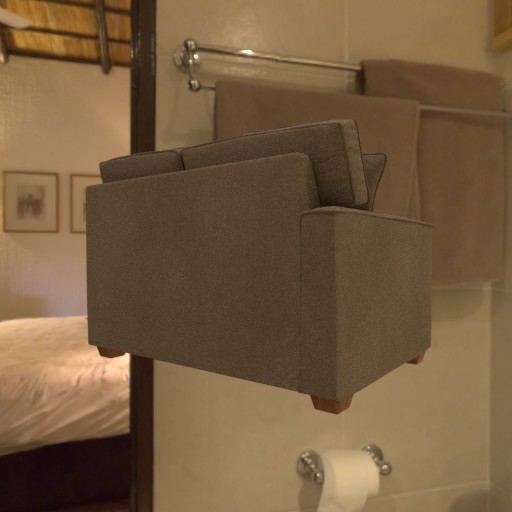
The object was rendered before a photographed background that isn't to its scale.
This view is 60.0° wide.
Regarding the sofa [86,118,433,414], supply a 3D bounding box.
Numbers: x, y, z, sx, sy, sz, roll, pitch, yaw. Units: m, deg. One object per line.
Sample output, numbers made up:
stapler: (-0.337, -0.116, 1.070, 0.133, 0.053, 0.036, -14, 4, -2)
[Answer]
sofa: (0.000, 0.000, 2.130, 1.388, 0.989, 0.991, 0, 1, 37)
